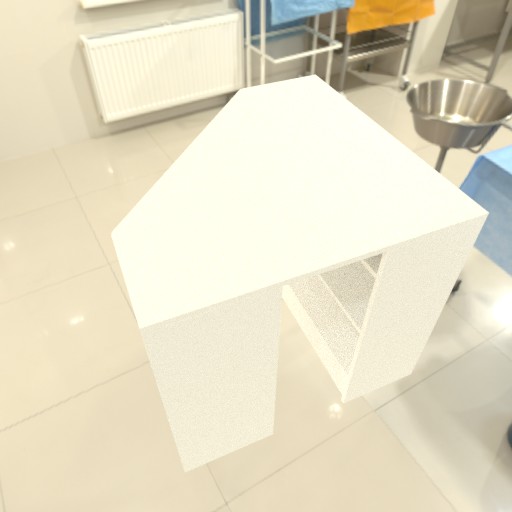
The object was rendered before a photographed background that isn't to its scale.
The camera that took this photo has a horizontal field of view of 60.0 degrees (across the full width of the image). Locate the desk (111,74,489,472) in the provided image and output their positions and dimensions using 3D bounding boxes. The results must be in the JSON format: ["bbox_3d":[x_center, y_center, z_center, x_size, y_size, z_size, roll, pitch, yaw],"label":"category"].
[{"bbox_3d":[0.000,0.000,1.627,0.926,0.818,0.940,-17,48,-16],"label":"desk"}]
